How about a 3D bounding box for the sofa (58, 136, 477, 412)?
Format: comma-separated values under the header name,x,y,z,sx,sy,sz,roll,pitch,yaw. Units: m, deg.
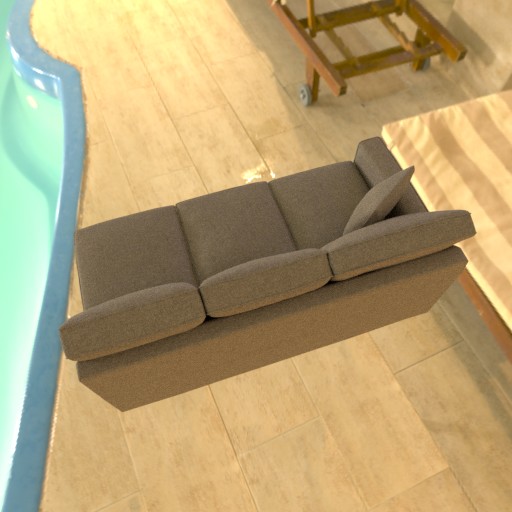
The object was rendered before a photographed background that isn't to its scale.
name,x,y,z,sx,sy,sz,roll,pitch,yaw
sofa,0.000,0.000,2.521,1.963,0.946,1.034,-16,61,-9
